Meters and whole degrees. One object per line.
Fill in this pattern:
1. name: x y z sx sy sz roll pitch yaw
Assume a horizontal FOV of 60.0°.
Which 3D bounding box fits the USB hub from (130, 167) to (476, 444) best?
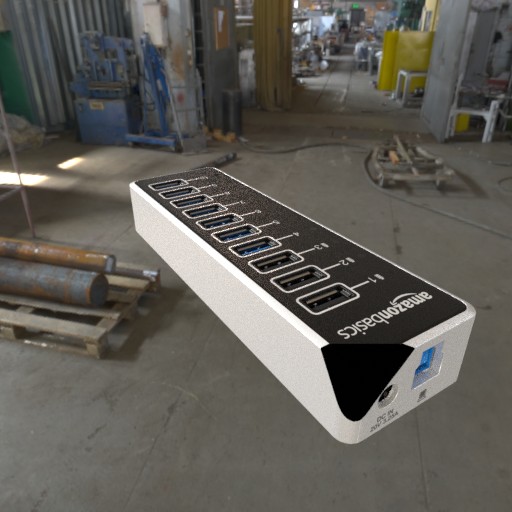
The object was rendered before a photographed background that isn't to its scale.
1. USB hub: 0.000 0.000 0.160 0.044 0.023 0.145 -17 33 -29
